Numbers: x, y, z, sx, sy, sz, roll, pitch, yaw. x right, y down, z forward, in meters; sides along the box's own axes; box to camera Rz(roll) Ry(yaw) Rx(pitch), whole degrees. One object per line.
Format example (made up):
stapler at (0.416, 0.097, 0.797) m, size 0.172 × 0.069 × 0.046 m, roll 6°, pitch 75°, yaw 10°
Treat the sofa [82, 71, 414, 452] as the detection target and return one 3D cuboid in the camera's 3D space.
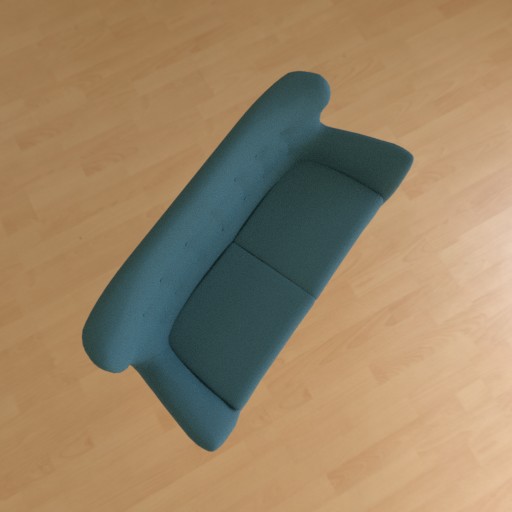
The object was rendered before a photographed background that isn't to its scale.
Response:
sofa at (0.000, 0.000, 2.530) m, size 0.889 × 0.890 × 1.930 m, roll 35°, pitch 79°, yaw 8°
